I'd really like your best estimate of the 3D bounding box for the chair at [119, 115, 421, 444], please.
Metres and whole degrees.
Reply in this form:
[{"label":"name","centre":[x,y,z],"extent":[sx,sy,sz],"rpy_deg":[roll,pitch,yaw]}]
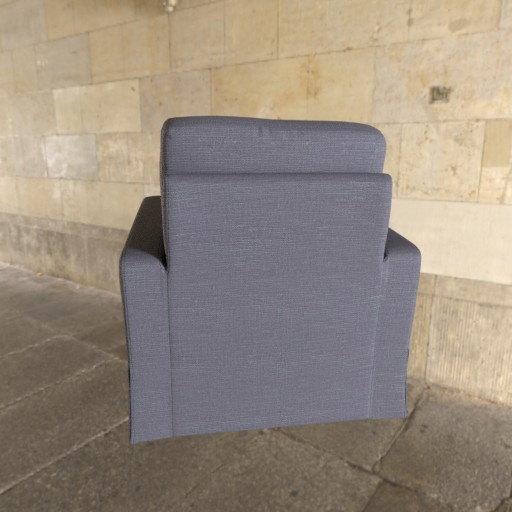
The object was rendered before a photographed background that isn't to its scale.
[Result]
[{"label":"chair","centre":[0.000,0.000,1.494],"extent":[0.798,0.855,0.863],"rpy_deg":[-2,13,-8]}]
